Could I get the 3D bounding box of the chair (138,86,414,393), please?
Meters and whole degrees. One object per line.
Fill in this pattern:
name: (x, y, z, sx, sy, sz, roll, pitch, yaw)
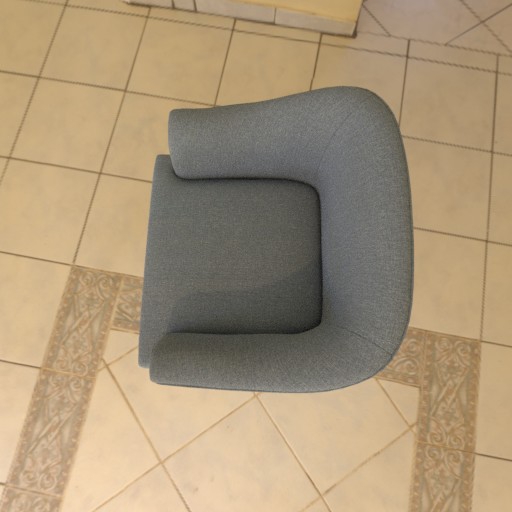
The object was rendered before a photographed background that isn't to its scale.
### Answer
chair: (0.000, 0.000, 1.384, 0.704, 0.815, 0.798, 1, 75, 0)
